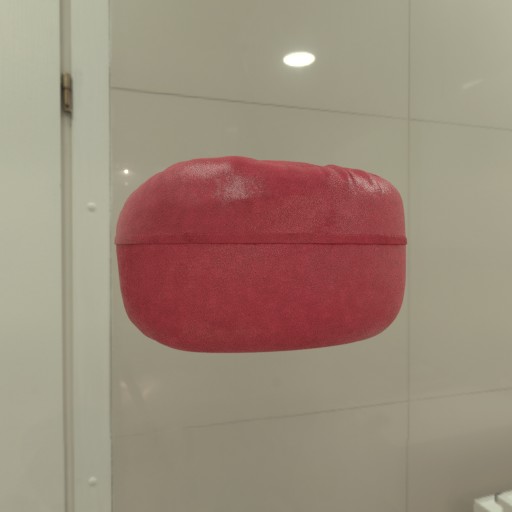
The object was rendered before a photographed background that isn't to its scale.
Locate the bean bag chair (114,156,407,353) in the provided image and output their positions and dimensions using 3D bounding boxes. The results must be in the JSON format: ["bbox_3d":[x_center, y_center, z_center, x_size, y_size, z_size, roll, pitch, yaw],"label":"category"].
[{"bbox_3d":[0.000,0.000,2.500,1.524,0.878,1.524,0,1,-18],"label":"bean bag chair"}]
